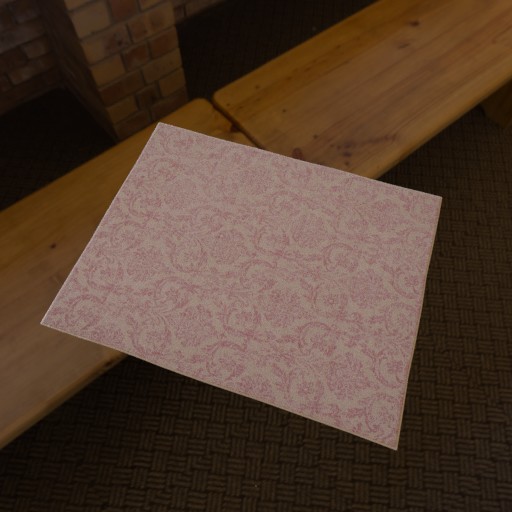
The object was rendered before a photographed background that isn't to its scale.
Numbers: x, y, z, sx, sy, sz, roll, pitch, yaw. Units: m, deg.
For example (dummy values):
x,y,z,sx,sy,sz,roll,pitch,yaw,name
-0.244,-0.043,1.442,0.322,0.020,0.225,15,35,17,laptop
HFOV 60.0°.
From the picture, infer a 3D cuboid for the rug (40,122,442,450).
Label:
x,y,z,sx,sy,sz,roll,pitch,yaw,name
0.000,0.000,3.973,2.980,0.012,2.363,17,64,9,rug
